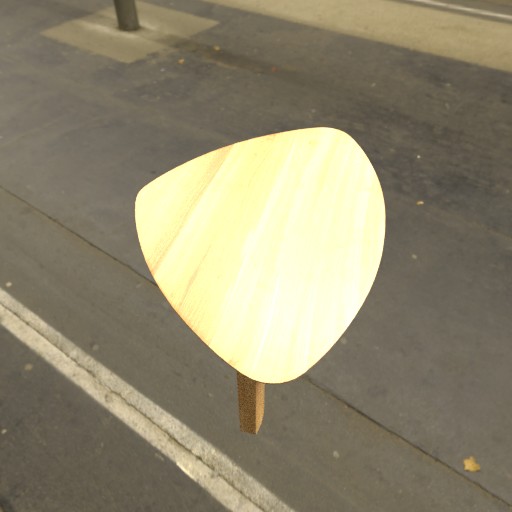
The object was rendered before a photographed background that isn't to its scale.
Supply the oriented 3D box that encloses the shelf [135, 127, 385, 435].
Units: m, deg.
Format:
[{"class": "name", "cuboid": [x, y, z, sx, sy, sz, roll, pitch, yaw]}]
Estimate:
[{"class": "shelf", "cuboid": [0.000, 0.000, 1.670, 0.863, 0.439, 1.240, 10, 46, 10]}]
